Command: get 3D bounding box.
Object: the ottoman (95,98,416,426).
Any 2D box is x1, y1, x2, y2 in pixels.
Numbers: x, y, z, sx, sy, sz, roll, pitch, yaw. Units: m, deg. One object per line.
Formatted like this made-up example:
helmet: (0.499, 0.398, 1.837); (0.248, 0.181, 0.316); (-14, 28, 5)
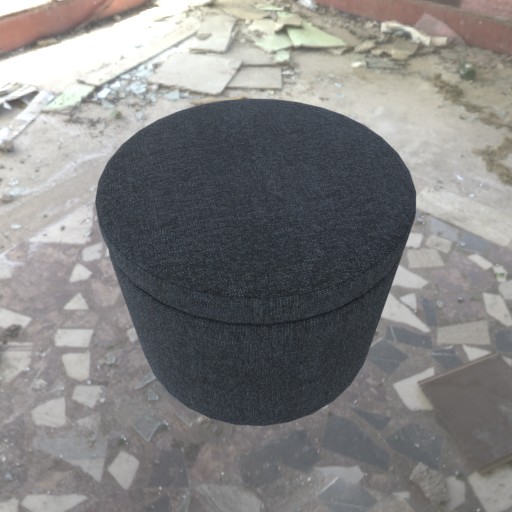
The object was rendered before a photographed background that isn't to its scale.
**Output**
ottoman: (0.000, 0.000, 0.839); (0.500, 0.419, 0.500); (0, 47, 0)
